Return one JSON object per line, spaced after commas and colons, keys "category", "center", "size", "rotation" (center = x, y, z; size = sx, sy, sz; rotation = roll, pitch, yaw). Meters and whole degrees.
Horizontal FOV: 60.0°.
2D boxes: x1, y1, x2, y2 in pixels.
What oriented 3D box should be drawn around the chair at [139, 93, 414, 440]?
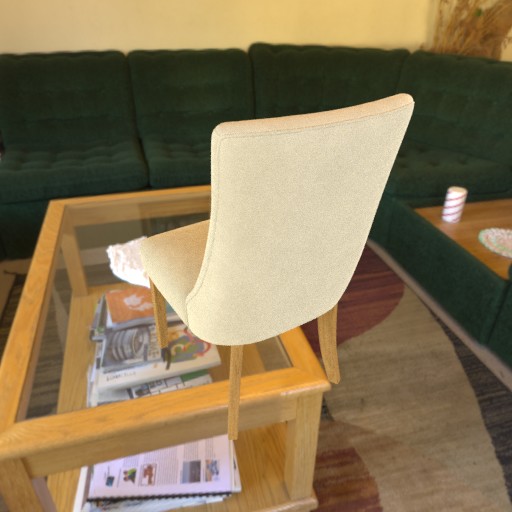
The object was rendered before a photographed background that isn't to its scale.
{"category": "chair", "center": [0.000, 0.000, 1.233], "size": [0.495, 0.902, 0.610], "rotation": [-18, 36, -27]}
